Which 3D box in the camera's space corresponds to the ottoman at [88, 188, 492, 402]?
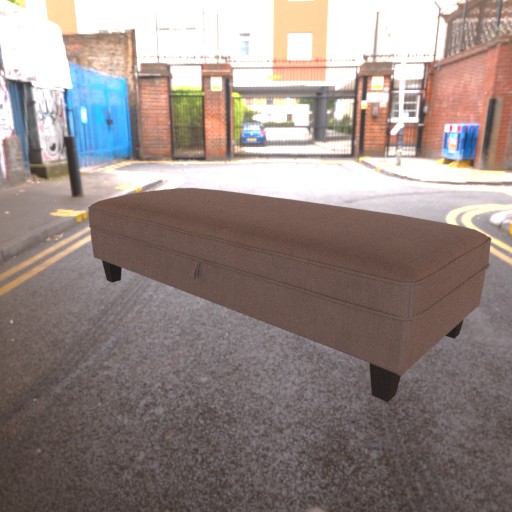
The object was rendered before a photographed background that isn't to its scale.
[{"bbox_3d":[0.000,0.000,2.001,1.764,0.470,0.751,14,22,40],"label":"ottoman"}]
